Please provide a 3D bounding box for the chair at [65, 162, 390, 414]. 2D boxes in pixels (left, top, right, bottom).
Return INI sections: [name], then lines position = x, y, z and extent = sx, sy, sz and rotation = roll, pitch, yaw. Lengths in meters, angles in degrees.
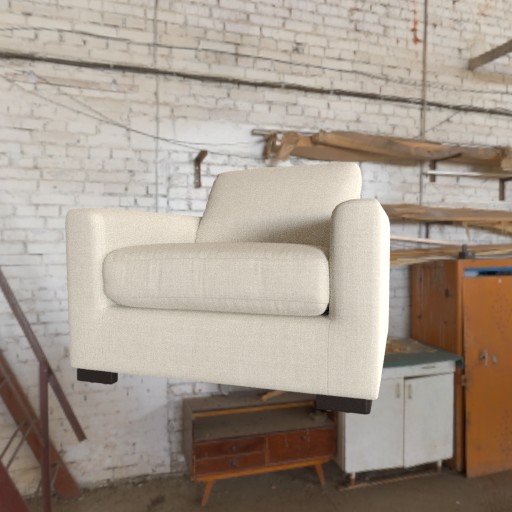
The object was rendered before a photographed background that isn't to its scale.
[chair]
position = 0.000, 0.000, 1.890
extent = 1.070, 0.876, 1.100
rotation = 1, 2, 18
